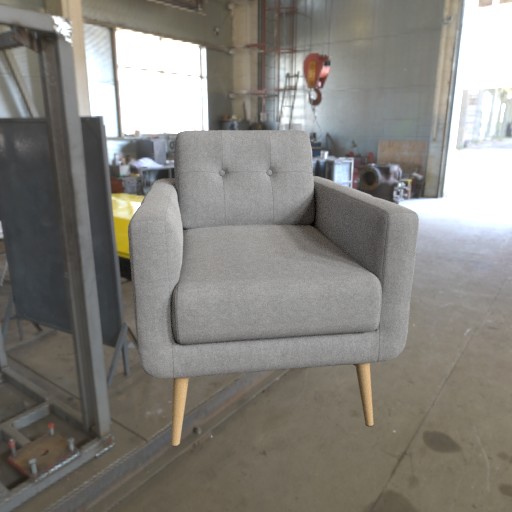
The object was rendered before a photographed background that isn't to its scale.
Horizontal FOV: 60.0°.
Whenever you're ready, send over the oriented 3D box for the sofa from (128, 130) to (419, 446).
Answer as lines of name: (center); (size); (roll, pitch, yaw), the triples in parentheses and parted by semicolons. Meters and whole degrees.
sofa: (0.000, 0.000, 1.575); (0.770, 0.860, 0.920); (-2, 16, -8)
